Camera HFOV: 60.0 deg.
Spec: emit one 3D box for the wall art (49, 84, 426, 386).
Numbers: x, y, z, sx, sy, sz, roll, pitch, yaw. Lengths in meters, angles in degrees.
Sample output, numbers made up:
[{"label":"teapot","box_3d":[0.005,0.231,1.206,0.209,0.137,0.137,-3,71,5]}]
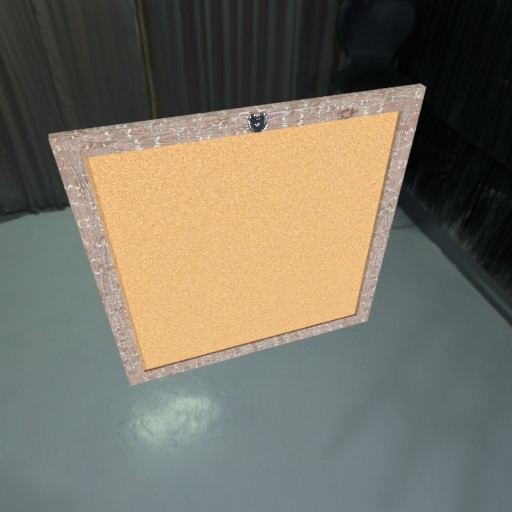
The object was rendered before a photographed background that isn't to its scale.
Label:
[{"label":"wall art","box_3d":[0.000,0.000,0.561,0.384,0.384,0.012,-12,43,-14]}]
